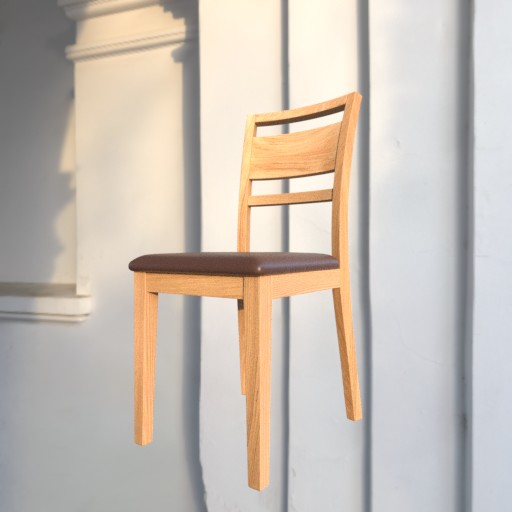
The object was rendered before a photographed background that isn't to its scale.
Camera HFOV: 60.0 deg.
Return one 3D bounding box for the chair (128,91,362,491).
[{"bbox_3d":[0.000,0.000,1.202,0.420,0.940,0.545,0,1,35],"label":"chair"}]
